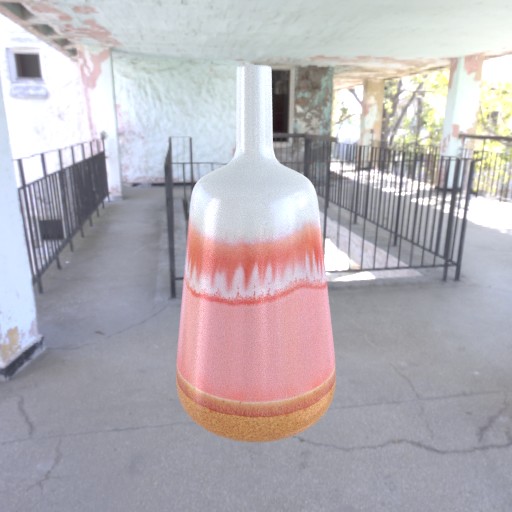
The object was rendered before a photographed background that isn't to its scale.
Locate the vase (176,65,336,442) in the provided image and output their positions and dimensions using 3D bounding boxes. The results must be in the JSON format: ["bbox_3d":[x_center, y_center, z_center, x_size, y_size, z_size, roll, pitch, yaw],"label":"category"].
[{"bbox_3d":[0.000,0.000,0.375,0.144,0.296,0.144,0,17,0],"label":"vase"}]
